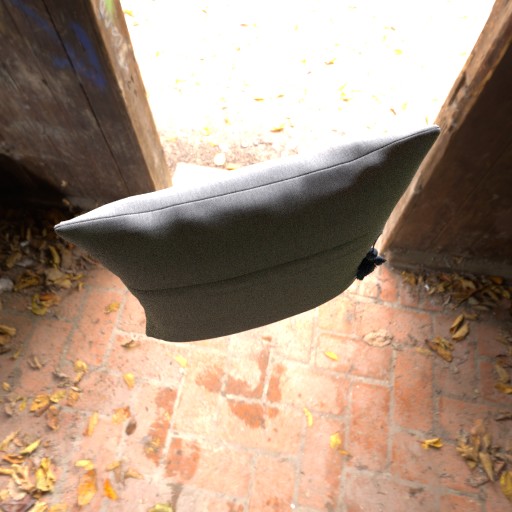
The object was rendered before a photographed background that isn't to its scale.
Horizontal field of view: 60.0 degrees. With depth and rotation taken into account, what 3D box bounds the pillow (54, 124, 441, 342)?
[{"bbox_3d":[0.000,0.000,0.671,0.433,0.436,0.173,-16,65,-8],"label":"pillow"}]
